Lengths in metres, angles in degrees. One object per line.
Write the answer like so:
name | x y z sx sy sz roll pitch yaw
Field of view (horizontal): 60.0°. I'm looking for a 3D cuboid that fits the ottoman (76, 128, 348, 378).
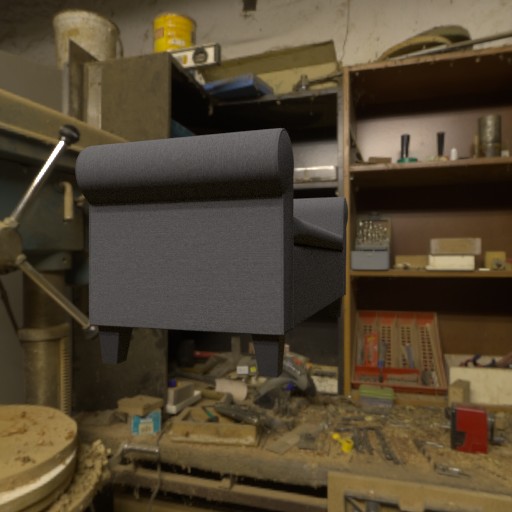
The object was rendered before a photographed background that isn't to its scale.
ottoman | 0.000 0.000 1.576 0.521 0.547 1.256 0 0 18
